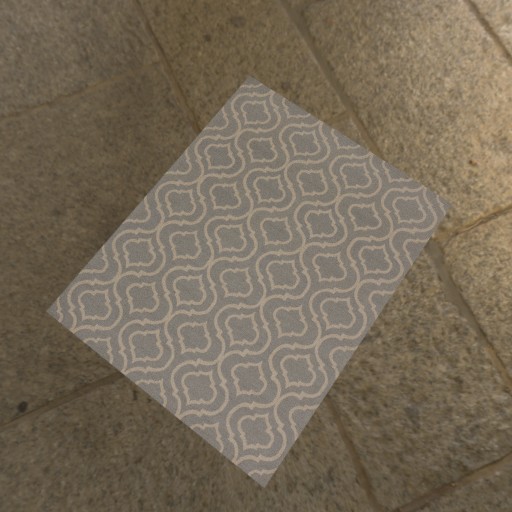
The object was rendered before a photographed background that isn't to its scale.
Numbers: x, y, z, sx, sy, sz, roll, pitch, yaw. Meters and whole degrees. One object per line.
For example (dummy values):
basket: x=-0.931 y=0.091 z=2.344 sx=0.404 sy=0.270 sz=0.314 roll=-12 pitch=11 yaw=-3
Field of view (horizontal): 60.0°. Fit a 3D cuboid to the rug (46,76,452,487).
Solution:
rug: x=0.000 y=0.000 z=3.883 sx=2.283 sy=0.006 sz=2.892 roll=35 pitch=78 yaw=9
